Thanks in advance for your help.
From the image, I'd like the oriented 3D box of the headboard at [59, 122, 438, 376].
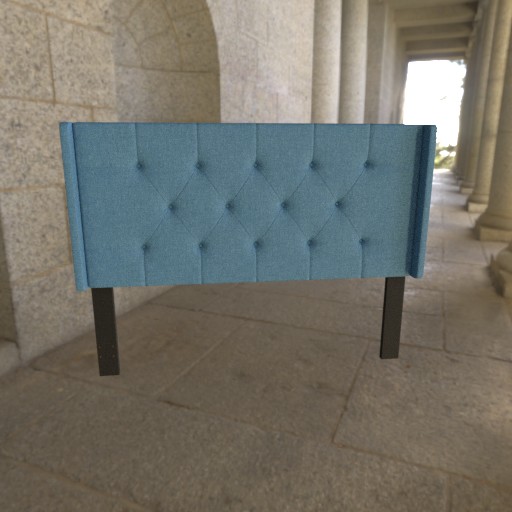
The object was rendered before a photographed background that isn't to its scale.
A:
[{"bbox_3d":[0.000,0.000,2.651,2.051,1.524,0.184,-2,14,-7],"label":"headboard"}]
